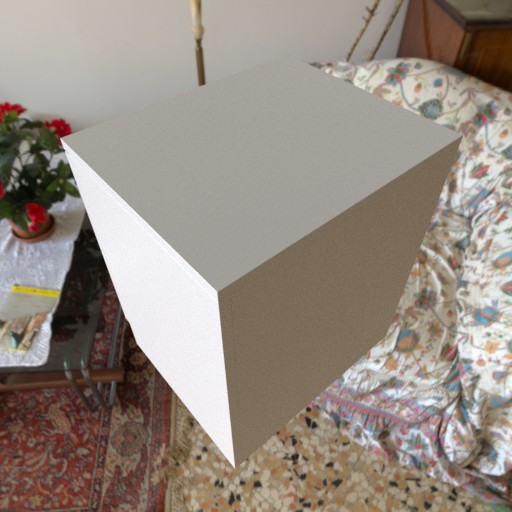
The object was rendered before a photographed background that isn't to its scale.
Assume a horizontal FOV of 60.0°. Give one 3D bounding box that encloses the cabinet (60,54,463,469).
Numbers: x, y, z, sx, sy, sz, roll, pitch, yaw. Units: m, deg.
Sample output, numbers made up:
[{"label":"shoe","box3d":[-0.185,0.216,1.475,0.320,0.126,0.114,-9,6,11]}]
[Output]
[{"label":"cabinet","box3d":[0.000,0.000,0.750,0.400,0.470,0.360,-32,54,-27]}]
